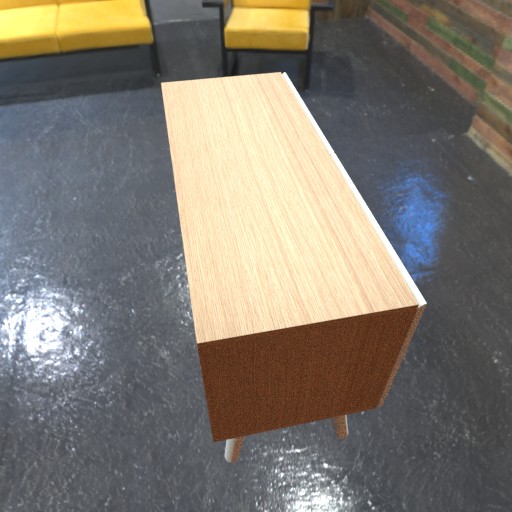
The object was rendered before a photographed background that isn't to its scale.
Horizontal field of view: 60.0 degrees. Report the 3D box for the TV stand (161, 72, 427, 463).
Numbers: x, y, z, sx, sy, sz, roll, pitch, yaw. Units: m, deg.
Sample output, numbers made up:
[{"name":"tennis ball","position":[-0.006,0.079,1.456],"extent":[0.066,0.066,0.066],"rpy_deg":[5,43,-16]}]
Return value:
[{"name":"TV stand","position":[0.000,0.000,1.324],"extent":[0.407,0.660,0.991],"rpy_deg":[-9,46,-8]}]
